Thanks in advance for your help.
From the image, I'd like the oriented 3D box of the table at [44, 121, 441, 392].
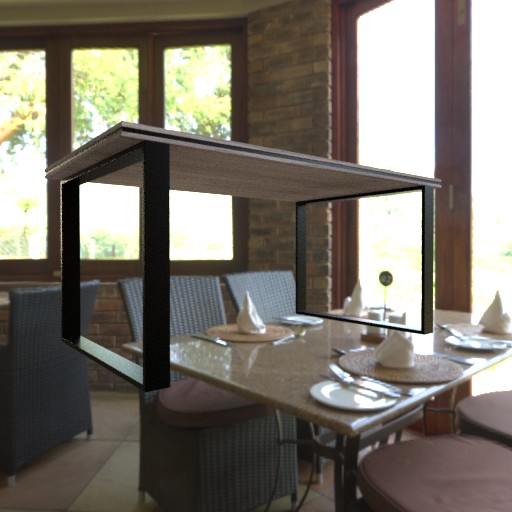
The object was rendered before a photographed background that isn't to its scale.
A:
[{"bbox_3d":[0.000,0.000,2.009,1.579,0.736,0.881,-1,1,-38],"label":"table"}]
